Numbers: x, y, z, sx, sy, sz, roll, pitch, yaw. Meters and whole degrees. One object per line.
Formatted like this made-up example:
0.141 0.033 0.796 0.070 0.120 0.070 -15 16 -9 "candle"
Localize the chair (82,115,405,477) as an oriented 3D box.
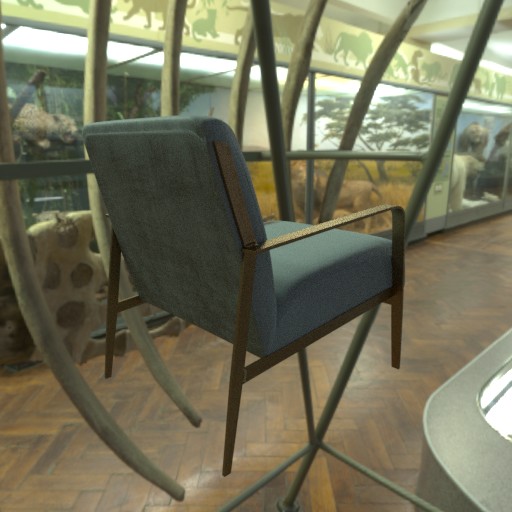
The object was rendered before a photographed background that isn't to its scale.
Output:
0.000 0.000 1.437 0.842 0.824 0.701 -13 19 -42 "chair"
